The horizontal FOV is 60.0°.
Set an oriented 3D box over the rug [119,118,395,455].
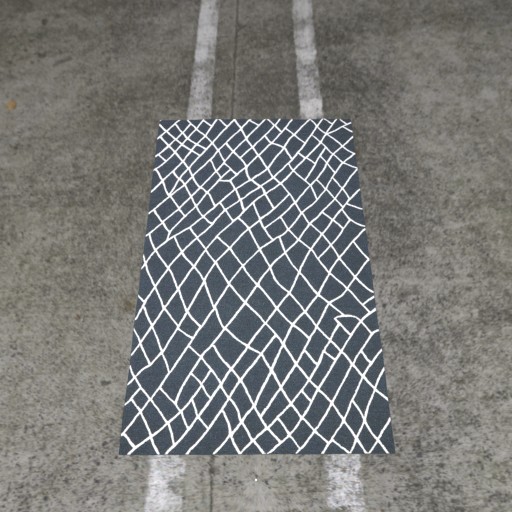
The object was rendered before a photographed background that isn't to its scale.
[{"bbox_3d":[0.000,0.000,2.989,1.529,0.017,2.448,0,63,0],"label":"rug"}]
